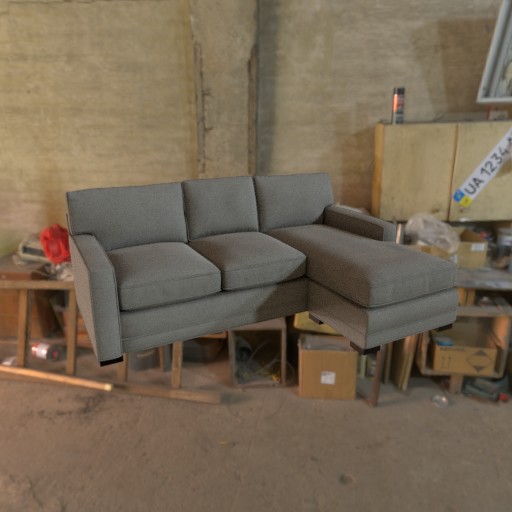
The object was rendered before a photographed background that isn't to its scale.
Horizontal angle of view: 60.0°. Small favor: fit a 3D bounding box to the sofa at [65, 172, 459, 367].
[{"bbox_3d":[0.000,0.000,2.846,2.087,0.861,1.496,-9,20,-26],"label":"sofa"}]
